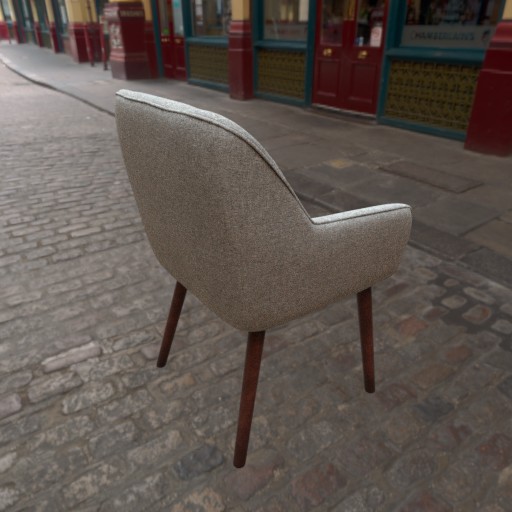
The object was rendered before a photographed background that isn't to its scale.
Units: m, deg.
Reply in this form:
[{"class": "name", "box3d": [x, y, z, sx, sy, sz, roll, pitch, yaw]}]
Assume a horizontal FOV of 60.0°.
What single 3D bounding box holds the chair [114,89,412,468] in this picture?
[{"class": "chair", "box3d": [0.000, 0.000, 1.129, 0.519, 0.803, 0.543, -18, 32, -31]}]
